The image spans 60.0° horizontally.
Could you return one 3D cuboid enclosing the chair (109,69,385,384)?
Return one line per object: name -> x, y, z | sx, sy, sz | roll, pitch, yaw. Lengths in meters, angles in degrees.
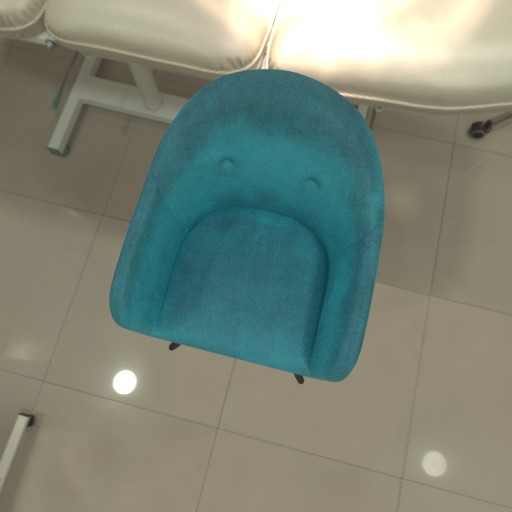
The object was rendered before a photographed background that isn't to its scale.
chair -> 0.000, 0.000, 1.156 | 0.540, 0.780, 0.570 | 14, 76, 4
